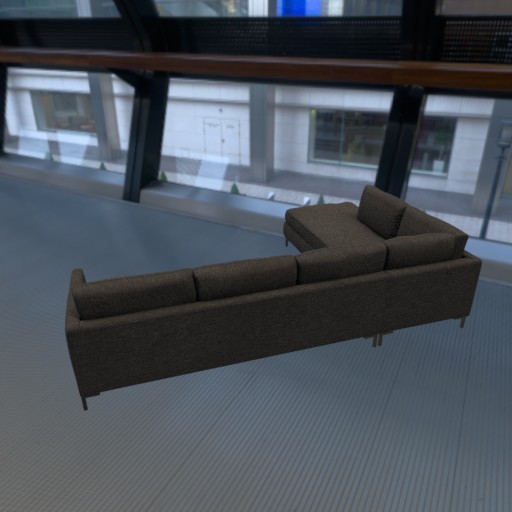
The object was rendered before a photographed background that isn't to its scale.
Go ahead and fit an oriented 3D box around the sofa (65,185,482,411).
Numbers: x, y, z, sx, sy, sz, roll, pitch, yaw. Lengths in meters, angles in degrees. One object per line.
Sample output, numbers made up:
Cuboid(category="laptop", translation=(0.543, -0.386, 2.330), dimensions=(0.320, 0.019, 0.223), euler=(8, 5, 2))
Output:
Cuboid(category="sofa", translation=(0.000, 0.000, 3.811), dimensions=(2.949, 0.815, 2.007), euler=(-8, 27, -16))
